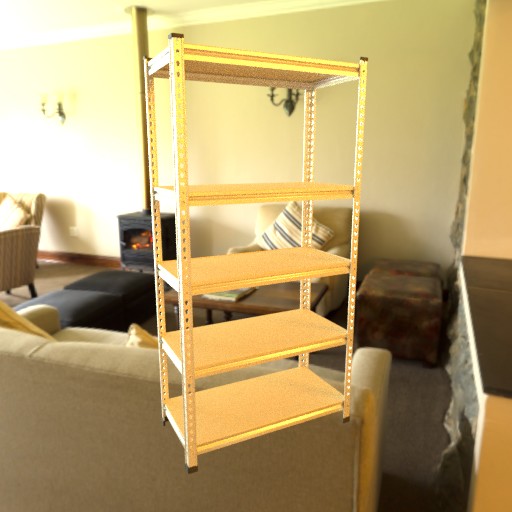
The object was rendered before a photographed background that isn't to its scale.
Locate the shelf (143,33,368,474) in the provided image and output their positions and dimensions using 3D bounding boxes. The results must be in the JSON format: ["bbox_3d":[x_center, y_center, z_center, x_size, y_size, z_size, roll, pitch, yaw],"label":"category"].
[{"bbox_3d":[0.000,0.000,2.193,0.914,1.829,0.457,-6,14,-26],"label":"shelf"}]
